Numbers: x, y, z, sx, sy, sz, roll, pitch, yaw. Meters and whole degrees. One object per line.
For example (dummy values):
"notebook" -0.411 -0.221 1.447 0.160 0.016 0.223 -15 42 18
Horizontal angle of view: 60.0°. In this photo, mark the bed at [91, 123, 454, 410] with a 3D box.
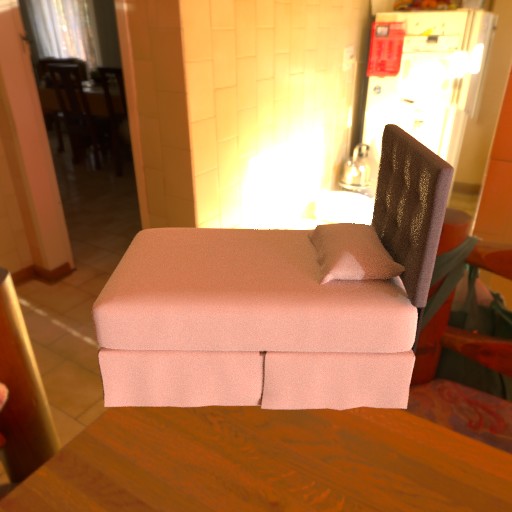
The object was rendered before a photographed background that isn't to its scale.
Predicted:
"bed" 0.000 0.000 3.028 1.997 1.571 1.261 0 27 1
